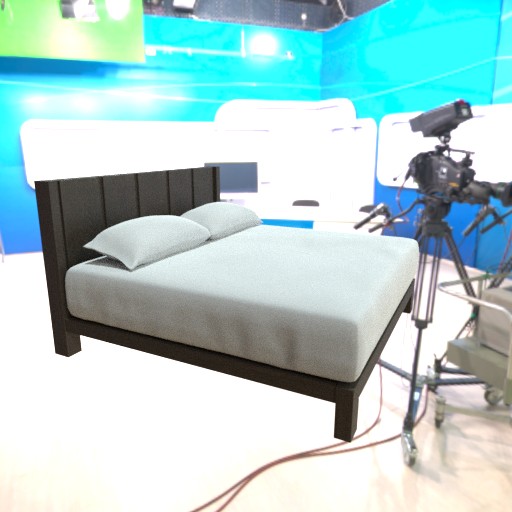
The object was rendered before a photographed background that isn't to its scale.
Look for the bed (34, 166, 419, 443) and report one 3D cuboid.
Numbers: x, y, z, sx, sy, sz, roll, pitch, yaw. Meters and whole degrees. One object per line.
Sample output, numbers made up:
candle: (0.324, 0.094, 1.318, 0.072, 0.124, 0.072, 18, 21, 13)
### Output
bed: (0.000, 0.000, 3.534, 2.238, 1.261, 2.143, 7, 16, 26)
